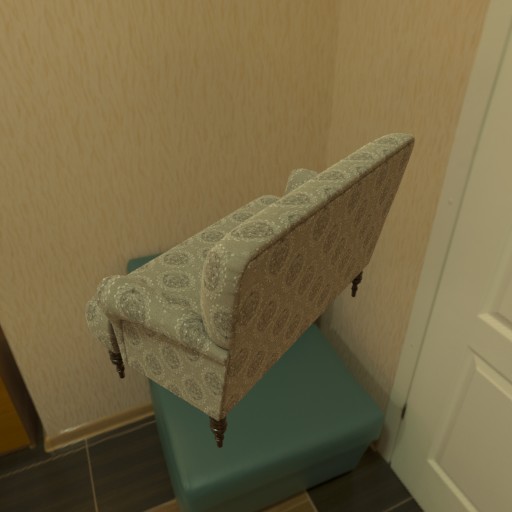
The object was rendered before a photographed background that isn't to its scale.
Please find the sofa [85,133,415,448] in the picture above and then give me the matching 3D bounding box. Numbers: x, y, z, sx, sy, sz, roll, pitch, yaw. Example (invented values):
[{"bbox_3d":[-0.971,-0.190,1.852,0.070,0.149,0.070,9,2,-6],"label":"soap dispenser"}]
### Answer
[{"bbox_3d":[0.000,0.000,1.842,0.779,0.889,1.297,22,39,30],"label":"sofa"}]
